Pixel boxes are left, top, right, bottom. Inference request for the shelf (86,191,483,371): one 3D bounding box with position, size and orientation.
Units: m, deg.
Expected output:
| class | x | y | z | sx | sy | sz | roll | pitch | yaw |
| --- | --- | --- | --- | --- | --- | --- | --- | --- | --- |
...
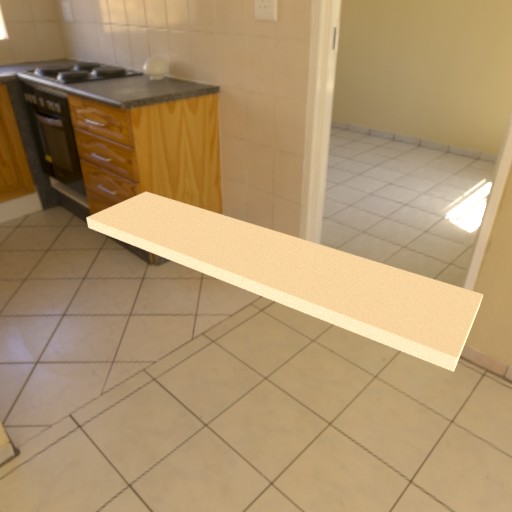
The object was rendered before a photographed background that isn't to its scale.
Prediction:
| class | x | y | z | sx | sy | sz | roll | pitch | yaw |
| --- | --- | --- | --- | --- | --- | --- | --- | --- | --- |
| shelf | 0.000 | 0.000 | 0.670 | 0.610 | 0.020 | 0.140 | 19 | 36 | 29 |
